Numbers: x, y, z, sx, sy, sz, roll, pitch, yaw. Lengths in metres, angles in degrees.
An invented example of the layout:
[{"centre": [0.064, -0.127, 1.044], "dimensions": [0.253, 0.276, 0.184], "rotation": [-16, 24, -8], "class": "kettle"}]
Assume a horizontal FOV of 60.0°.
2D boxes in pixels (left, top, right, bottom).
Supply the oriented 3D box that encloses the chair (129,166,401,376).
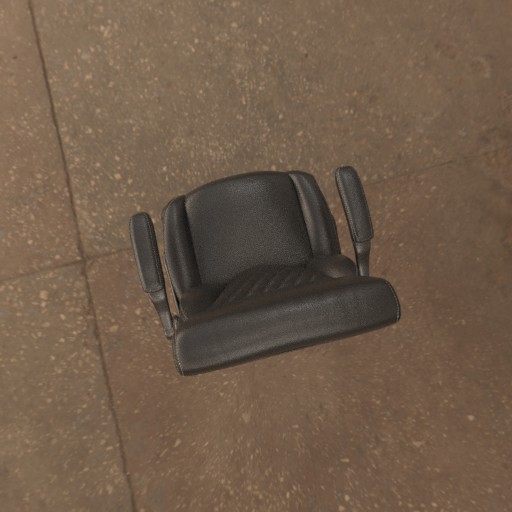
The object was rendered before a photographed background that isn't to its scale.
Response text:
[{"centre": [0.000, 0.000, 1.596], "dimensions": [0.782, 1.110, 0.724], "rotation": [-13, 76, -3], "class": "chair"}]
